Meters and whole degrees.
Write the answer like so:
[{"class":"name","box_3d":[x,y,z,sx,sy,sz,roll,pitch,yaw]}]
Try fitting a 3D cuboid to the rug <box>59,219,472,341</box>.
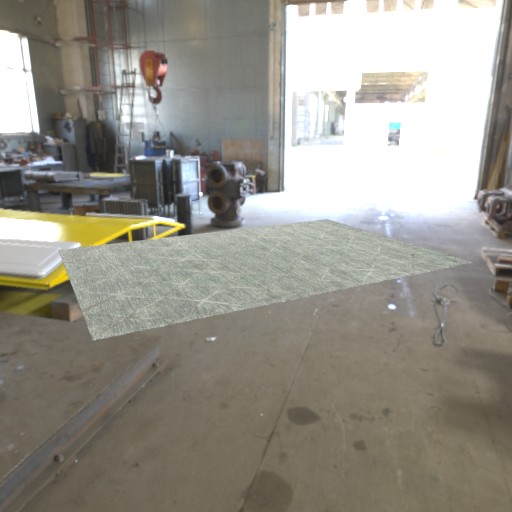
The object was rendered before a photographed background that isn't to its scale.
[{"class":"rug","box_3d":[0.000,0.000,2.929,2.283,0.006,1.521,-8,18,-27]}]
